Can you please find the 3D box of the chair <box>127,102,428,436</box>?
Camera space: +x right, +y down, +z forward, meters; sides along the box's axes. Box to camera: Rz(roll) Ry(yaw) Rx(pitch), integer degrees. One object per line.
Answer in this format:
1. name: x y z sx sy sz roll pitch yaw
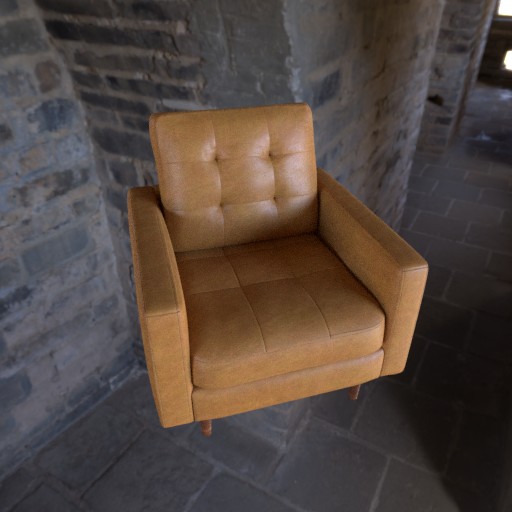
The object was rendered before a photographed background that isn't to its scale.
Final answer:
1. chair: 0.000 0.000 1.552 0.831 0.896 0.868 -9 33 -14
